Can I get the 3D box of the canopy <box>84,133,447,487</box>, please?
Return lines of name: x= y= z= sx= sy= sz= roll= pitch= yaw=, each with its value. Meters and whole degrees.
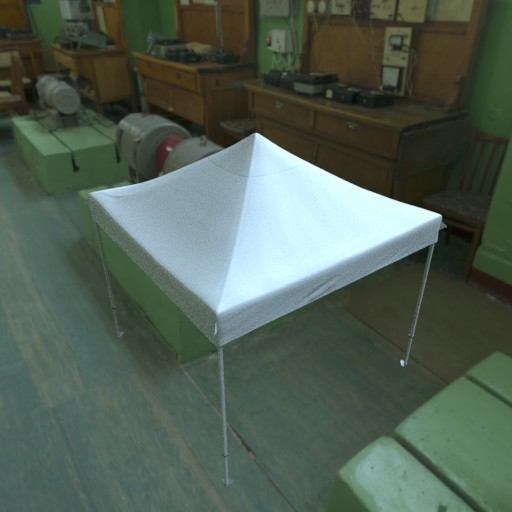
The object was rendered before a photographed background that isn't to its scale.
canopy: x=0.000 y=0.000 z=5.410 sx=2.996 sy=2.998 sz=2.994 roll=-21 pitch=37 yaw=-31
